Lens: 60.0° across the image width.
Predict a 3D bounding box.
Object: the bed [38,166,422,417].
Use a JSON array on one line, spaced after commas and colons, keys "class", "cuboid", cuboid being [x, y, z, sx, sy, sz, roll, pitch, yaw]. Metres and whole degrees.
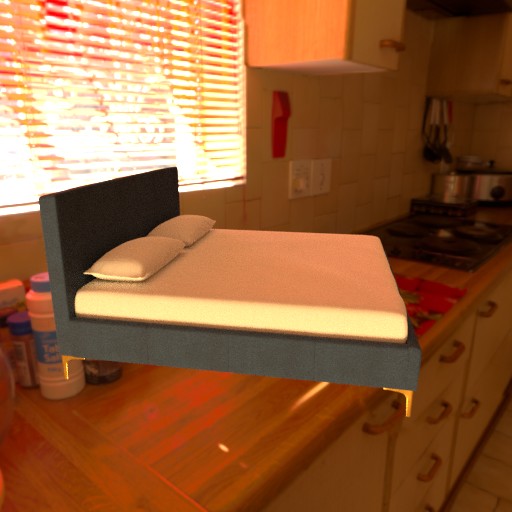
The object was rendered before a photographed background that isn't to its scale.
[{"class": "bed", "cuboid": [0.000, 0.000, 3.543, 2.232, 1.231, 2.096, 3, 16, 10]}]
